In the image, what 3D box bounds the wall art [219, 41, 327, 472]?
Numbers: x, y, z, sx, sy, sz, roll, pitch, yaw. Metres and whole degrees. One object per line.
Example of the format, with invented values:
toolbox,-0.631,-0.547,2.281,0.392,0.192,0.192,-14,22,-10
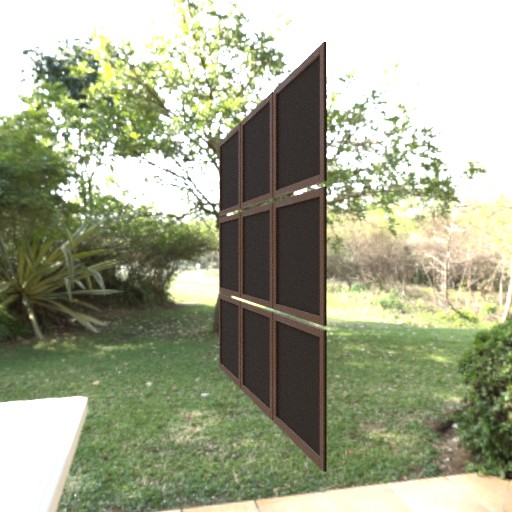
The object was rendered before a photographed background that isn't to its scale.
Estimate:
wall art,0.000,0.000,2.288,0.013,1.525,1.520,0,0,-19
